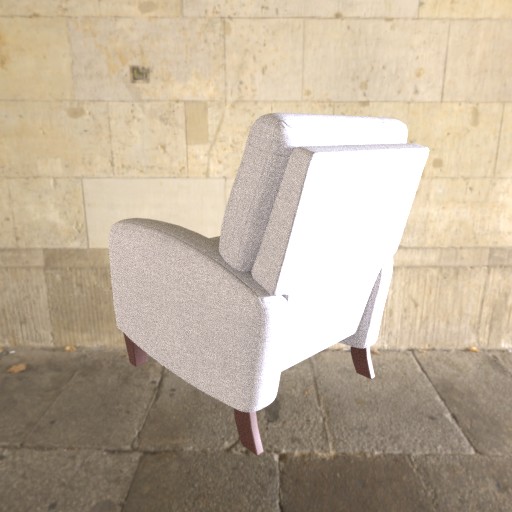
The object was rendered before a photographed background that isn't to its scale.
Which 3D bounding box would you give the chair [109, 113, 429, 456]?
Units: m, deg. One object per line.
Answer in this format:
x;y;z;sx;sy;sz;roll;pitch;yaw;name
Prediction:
0.000;0.000;1.665;0.762;0.990;0.990;-14;21;-42;chair
